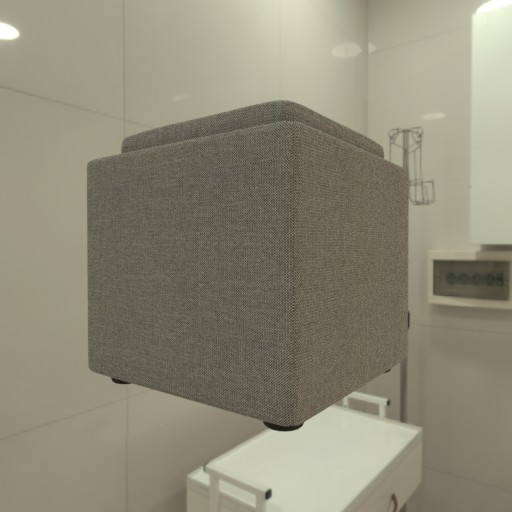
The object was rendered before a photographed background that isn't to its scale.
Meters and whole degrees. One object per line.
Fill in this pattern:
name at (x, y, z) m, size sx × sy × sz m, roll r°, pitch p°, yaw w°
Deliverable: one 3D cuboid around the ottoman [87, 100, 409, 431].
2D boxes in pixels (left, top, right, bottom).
ottoman at (0.000, 0.000, 0.853) m, size 0.450 × 0.460 × 0.450 m, roll 1°, pitch 1°, yaw 37°
